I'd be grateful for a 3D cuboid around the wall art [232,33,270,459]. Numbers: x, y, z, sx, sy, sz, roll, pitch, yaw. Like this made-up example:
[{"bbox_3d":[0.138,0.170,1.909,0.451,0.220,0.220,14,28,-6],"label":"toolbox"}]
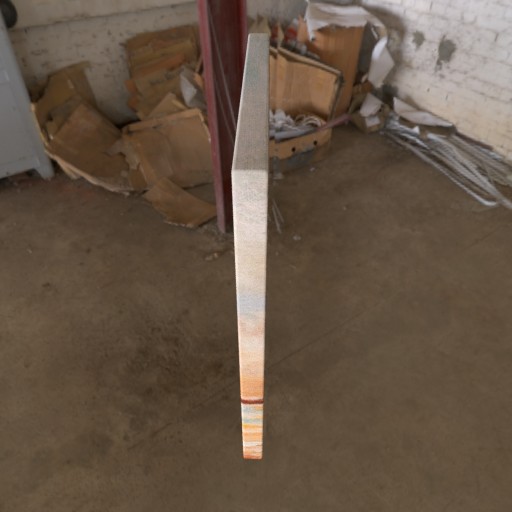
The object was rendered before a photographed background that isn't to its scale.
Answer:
[{"bbox_3d":[0.000,0.000,0.777,0.035,0.605,0.443,1,42,1],"label":"wall art"}]
